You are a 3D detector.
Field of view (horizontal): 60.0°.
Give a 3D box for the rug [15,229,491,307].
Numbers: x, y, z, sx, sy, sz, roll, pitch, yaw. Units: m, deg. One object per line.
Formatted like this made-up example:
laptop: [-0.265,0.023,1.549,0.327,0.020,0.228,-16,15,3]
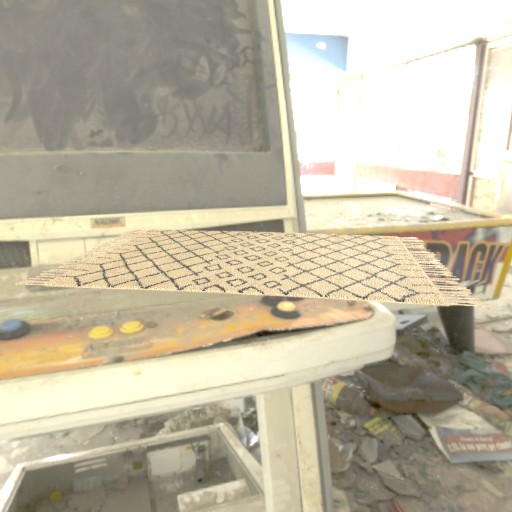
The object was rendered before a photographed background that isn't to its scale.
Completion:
rug: [0.000,0.000,3.170,2.615,0.029,1.664,2,15,8]
